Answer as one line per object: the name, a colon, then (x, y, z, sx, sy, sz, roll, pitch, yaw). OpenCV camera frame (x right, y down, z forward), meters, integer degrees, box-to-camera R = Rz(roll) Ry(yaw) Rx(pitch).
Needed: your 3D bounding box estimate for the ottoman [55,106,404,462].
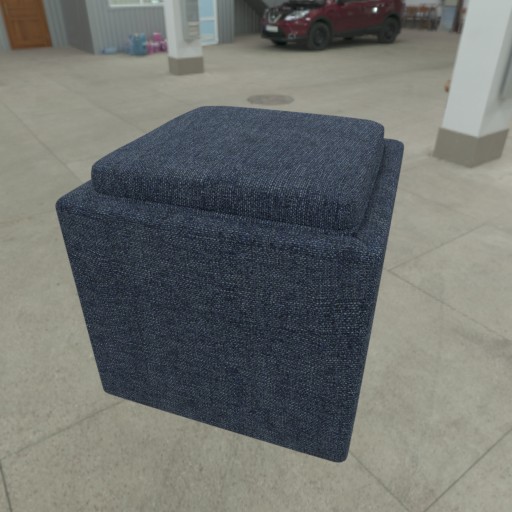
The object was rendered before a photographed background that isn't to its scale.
ottoman: (0.000, 0.000, 0.817, 0.450, 0.460, 0.450, 10, 33, 16)
